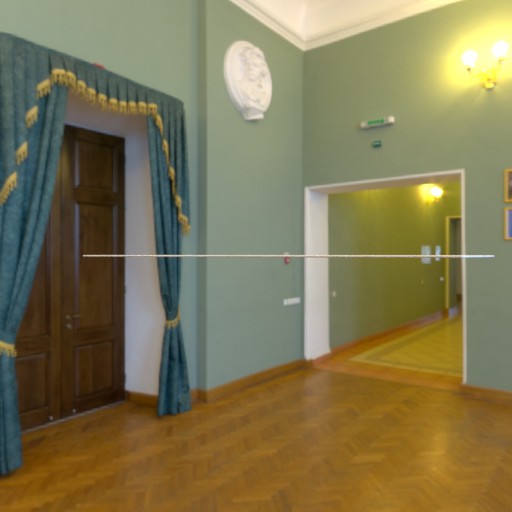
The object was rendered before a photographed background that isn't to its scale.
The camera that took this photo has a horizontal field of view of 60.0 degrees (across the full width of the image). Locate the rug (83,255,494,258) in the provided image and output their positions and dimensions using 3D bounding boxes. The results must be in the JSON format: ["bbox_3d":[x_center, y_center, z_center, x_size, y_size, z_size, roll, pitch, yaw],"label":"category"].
[{"bbox_3d":[0.000,0.000,2.655,2.435,0.009,0.750,0,0,36],"label":"rug"}]
